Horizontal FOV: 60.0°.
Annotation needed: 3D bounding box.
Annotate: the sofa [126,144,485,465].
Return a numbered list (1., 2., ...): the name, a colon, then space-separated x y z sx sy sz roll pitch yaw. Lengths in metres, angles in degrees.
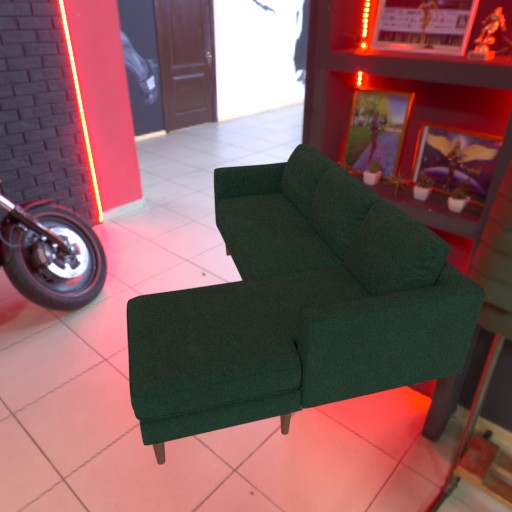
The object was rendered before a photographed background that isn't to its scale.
1. sofa: 0.000 0.000 2.744 1.580 0.899 2.030 -8 30 -14
